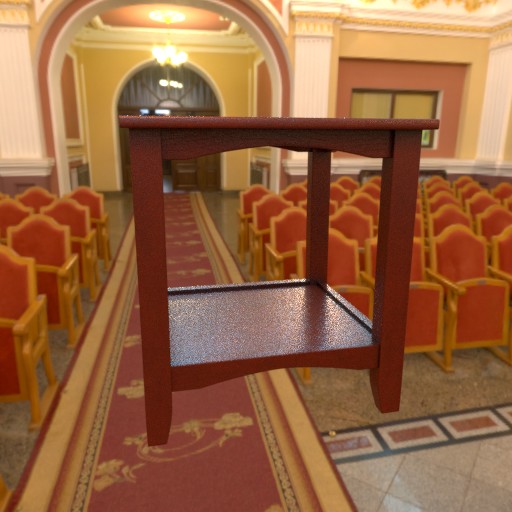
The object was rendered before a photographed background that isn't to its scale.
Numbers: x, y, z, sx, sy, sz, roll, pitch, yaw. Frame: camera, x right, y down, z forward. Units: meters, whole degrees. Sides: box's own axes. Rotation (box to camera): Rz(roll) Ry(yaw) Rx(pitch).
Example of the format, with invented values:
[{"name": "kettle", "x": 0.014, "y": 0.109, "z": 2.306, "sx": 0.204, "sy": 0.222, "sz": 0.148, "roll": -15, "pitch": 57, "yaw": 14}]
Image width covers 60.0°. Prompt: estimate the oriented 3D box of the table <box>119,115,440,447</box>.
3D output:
[{"name": "table", "x": 0.000, "y": 0.000, "z": 0.973, "sx": 0.523, "sy": 0.558, "sz": 0.522, "roll": -3, "pitch": 15, "yaw": -10}]
